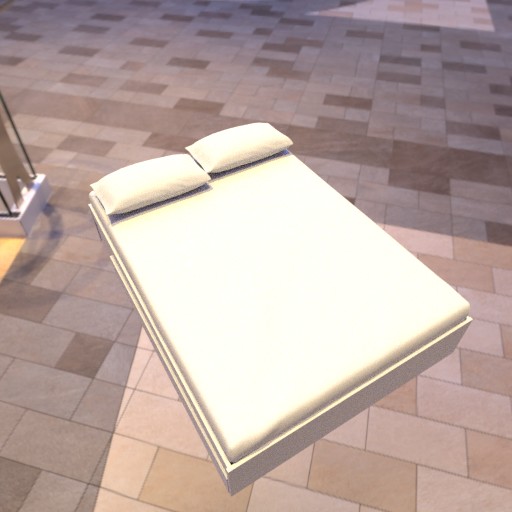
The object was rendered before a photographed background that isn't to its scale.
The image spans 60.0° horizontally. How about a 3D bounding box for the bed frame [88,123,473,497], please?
[{"bbox_3d":[0.000,0.000,2.615,1.450,0.629,1.950,-24,51,-21],"label":"bed frame"}]
